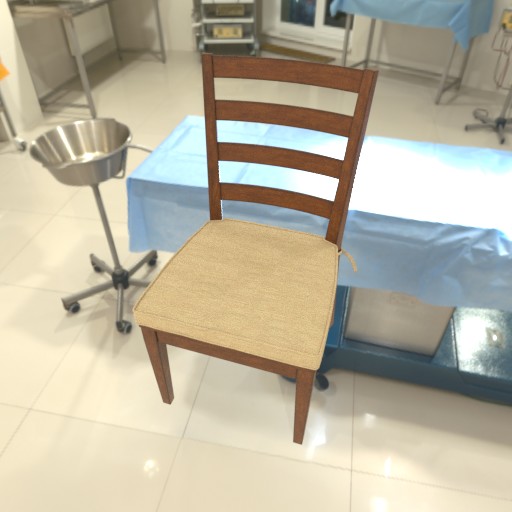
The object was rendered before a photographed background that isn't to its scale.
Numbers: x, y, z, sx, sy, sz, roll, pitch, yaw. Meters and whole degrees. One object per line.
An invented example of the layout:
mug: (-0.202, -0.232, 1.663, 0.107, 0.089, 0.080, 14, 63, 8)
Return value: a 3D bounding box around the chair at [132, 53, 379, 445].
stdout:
chair: (0.000, 0.000, 1.336, 0.593, 0.979, 0.595, 12, 41, 14)
